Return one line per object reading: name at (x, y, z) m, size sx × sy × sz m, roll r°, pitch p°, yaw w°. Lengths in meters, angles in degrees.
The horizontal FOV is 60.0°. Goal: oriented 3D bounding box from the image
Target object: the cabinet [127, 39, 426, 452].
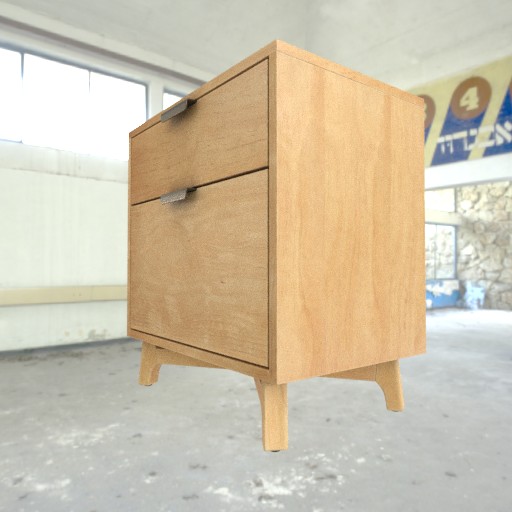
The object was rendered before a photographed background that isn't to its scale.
cabinet at (0.000, 0.000, 0.945) m, size 0.394 × 0.599 × 0.551 m, roll 1°, pitch -2°, yaw -38°
